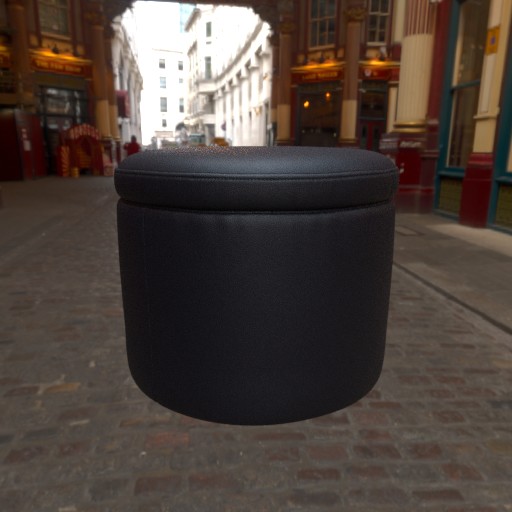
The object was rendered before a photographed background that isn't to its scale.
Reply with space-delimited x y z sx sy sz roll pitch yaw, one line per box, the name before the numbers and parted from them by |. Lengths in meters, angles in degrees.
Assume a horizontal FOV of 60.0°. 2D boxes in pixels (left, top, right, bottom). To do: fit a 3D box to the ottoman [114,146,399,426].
ottoman | 0.000 0.000 0.850 0.501 0.409 0.501 0 14 0
